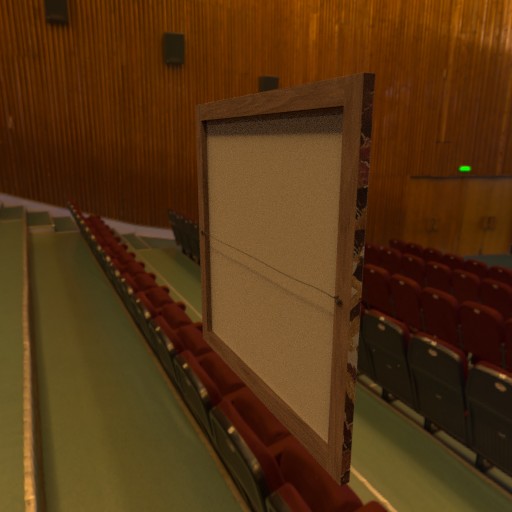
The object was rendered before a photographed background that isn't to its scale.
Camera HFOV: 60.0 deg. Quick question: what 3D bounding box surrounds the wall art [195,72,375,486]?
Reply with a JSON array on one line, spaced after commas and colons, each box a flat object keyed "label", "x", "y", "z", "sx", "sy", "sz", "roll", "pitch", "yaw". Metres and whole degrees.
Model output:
[{"label": "wall art", "x": 0.000, "y": 0.000, "z": 1.107, "sx": 0.028, "sy": 0.762, "sz": 0.757, "roll": -7, "pitch": 16, "yaw": -26}]
